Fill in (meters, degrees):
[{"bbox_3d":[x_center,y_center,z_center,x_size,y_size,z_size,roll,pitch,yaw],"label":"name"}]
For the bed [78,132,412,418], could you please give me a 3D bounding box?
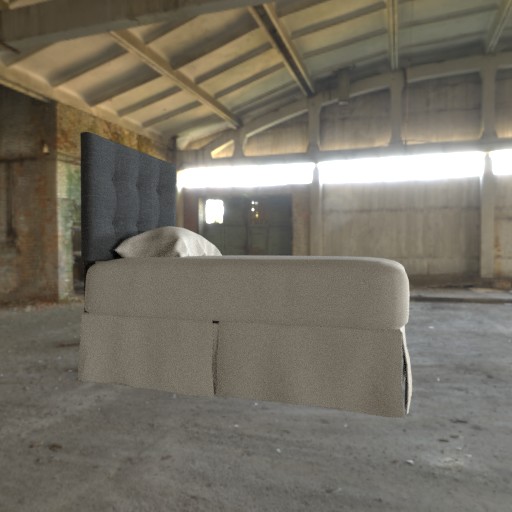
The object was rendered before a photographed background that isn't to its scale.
[{"bbox_3d":[0.000,0.000,3.026,1.997,1.571,1.261,0,1,18],"label":"bed"}]
